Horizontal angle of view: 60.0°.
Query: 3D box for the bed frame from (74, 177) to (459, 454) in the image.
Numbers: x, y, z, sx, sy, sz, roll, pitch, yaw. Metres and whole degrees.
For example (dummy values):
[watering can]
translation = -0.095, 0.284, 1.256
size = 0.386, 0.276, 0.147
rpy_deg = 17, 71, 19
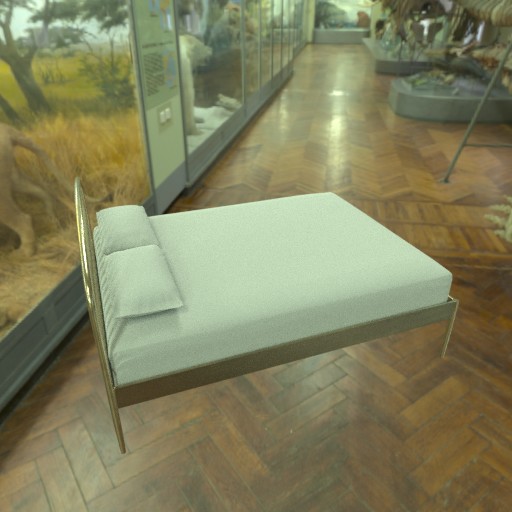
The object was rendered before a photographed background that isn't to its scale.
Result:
[bed frame]
translation = 0.000, 0.000, 3.065
size = 2.152, 1.175, 1.612
rpy_deg = -10, 31, -18
